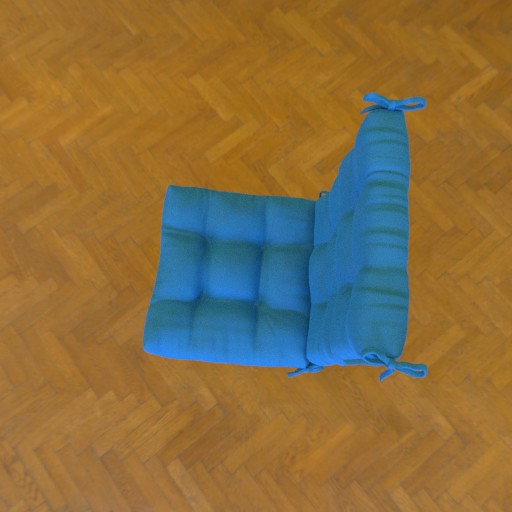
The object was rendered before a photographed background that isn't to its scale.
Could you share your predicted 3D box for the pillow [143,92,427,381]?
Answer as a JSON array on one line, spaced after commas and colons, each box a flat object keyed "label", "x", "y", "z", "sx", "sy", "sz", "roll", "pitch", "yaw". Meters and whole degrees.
[{"label": "pillow", "x": 0.000, "y": 0.000, "z": 1.005, "sx": 0.571, "sy": 0.605, "sz": 0.519, "roll": 5, "pitch": 76, "yaw": 1}]
